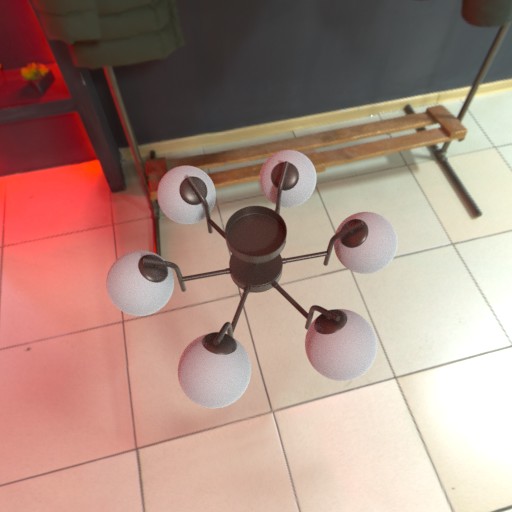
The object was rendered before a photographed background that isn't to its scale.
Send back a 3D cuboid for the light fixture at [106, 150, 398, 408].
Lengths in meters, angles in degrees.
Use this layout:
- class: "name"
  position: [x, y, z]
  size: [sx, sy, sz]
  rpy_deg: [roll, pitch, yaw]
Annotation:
- class: "light fixture"
  position: [0.000, 0.000, 0.980]
  size: [0.662, 0.201, 0.662]
  rpy_deg: [0, 59, 0]
